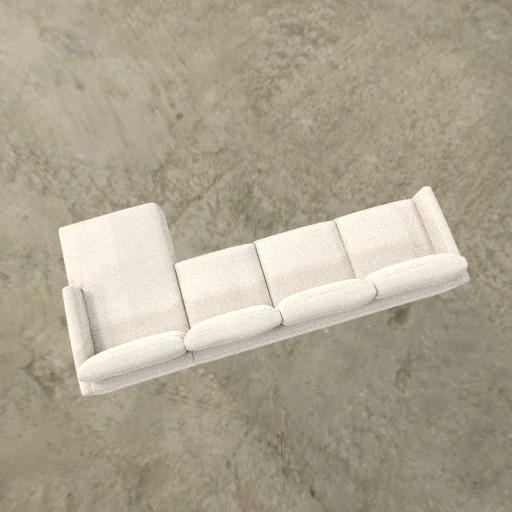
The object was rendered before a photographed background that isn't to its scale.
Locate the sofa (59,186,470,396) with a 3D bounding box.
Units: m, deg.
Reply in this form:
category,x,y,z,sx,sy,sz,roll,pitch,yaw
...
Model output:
category,x,y,z,sx,sy,sz,roll,pitch,yaw
sofa,0.000,0.000,2.905,2.445,0.677,1.126,-16,76,-4
